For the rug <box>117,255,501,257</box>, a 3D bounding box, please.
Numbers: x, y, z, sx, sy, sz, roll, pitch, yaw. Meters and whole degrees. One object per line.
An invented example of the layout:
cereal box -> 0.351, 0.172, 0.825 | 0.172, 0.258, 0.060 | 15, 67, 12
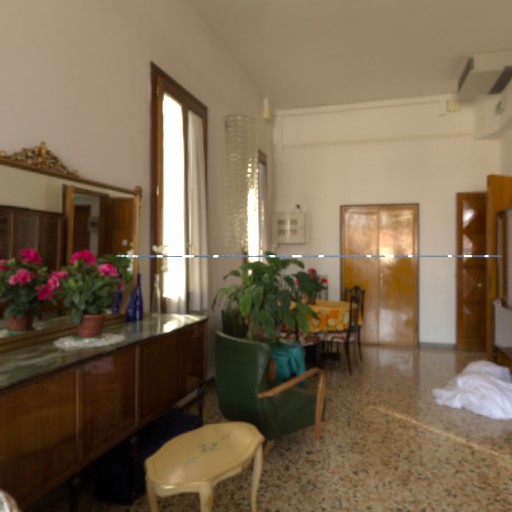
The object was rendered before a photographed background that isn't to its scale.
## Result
rug -> 0.000, 0.000, 4.239 | 2.438, 0.010, 3.353 | 0, 0, -19
